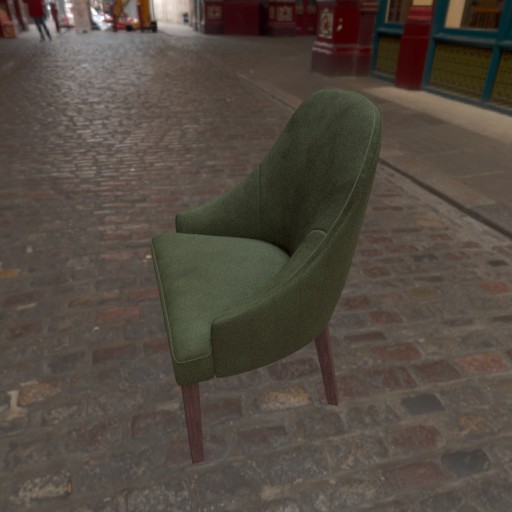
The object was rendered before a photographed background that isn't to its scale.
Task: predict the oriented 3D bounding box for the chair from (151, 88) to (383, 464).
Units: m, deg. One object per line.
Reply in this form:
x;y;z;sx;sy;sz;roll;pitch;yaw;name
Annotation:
0.000;0.000;1.299;0.575;0.889;0.643;-9;32;-14;chair
